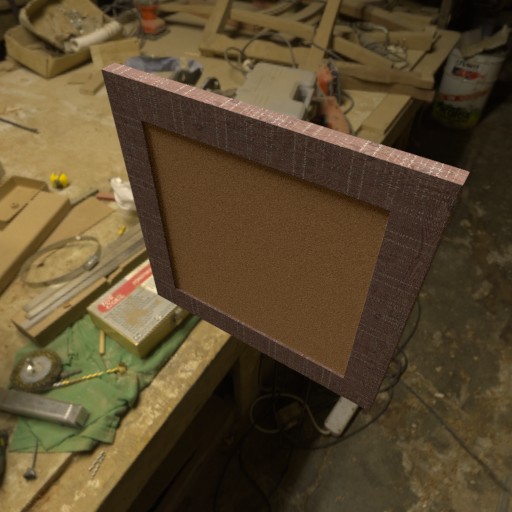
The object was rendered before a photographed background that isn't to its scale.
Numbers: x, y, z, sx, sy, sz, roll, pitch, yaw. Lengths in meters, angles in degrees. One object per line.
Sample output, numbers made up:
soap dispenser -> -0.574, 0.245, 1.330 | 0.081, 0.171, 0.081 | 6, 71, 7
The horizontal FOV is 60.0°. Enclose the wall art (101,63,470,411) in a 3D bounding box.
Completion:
wall art -> 0.000, 0.000, 0.761 | 0.531, 0.531, 0.029 | 25, 51, 22
